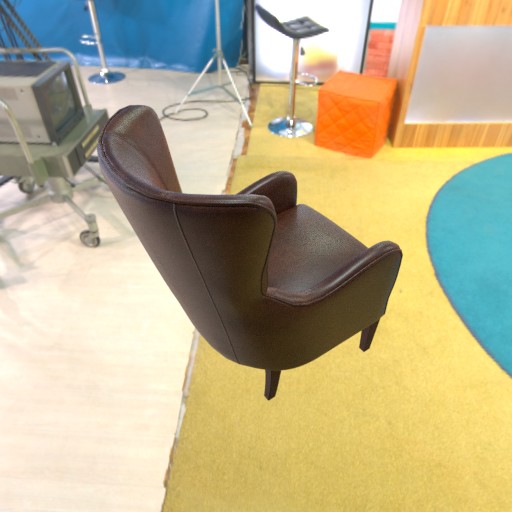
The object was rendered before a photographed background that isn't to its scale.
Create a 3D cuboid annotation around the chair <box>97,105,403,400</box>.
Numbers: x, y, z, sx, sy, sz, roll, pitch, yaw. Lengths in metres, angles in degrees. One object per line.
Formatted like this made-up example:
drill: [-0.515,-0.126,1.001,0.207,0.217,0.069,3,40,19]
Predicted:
chair: [0.000,0.000,1.643,0.914,1.048,0.692,-25,47,-26]
